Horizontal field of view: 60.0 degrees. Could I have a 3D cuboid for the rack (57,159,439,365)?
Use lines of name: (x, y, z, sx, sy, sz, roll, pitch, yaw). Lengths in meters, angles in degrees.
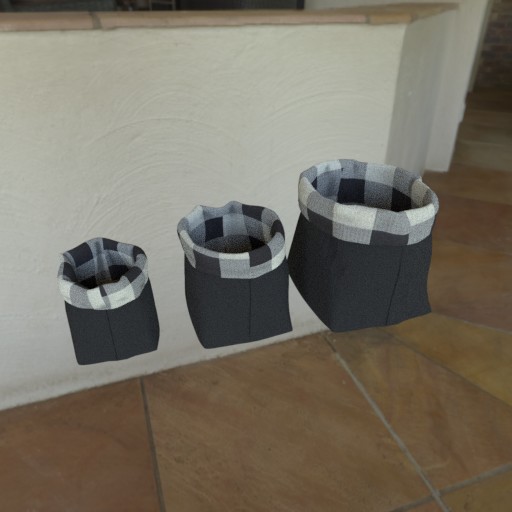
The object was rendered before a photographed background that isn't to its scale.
rack: (0.000, 0.000, 1.070, 0.889, 0.329, 0.370, -8, 32, -14)
